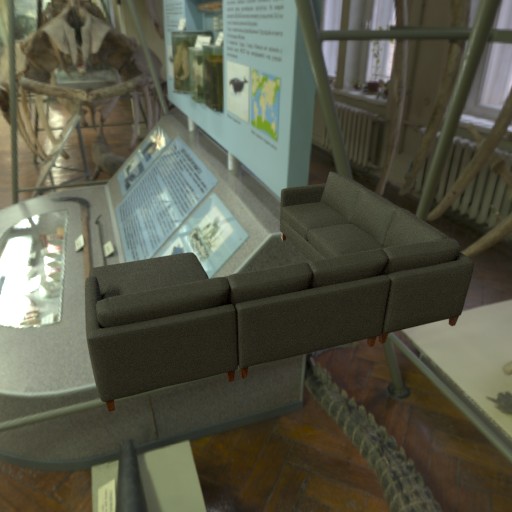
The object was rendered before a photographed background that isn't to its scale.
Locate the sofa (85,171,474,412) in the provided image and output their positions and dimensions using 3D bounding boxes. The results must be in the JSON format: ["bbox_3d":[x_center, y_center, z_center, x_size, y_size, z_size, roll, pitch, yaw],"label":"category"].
[{"bbox_3d":[0.000,0.000,4.788,3.460,0.961,2.594,-9,29,-17],"label":"sofa"}]
